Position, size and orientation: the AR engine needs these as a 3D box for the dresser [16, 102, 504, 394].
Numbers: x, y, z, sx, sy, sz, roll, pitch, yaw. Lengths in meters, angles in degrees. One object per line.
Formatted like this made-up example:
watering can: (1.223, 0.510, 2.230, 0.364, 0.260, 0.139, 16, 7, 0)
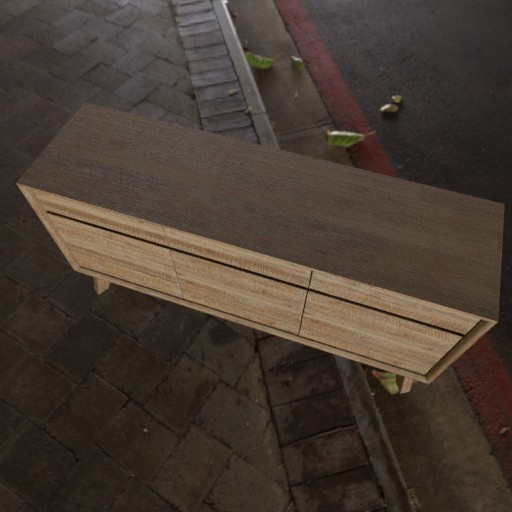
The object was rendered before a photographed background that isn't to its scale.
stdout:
dresser: (0.000, 0.000, 1.840, 1.602, 0.788, 0.455, 16, 59, 10)
